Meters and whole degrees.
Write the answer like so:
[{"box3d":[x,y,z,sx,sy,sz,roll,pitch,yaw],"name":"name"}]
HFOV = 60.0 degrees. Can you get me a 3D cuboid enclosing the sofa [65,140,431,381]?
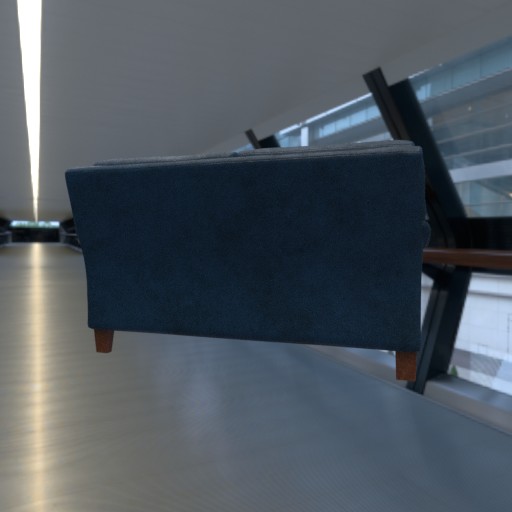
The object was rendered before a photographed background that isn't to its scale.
[{"box3d":[0.000,0.000,2.567,1.853,1.101,1.084,1,2,18],"name":"sofa"}]
